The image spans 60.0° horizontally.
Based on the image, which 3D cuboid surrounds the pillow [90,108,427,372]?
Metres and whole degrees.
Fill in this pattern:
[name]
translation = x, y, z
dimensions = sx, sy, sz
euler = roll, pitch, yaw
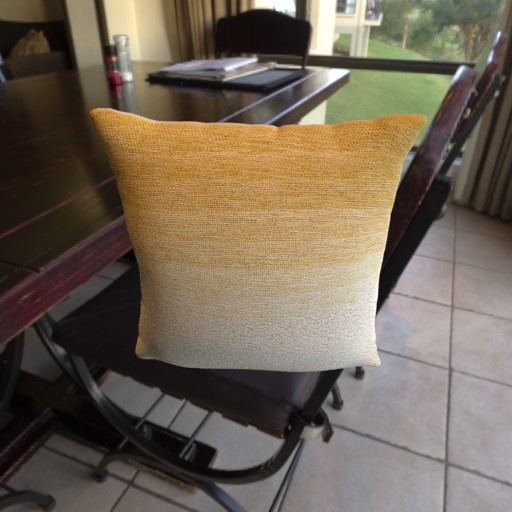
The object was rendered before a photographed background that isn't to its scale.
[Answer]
[pillow]
translation = 0.000, 0.000, 0.703
dimensions = 0.450, 0.450, 0.211
euler = 2, 31, 3
